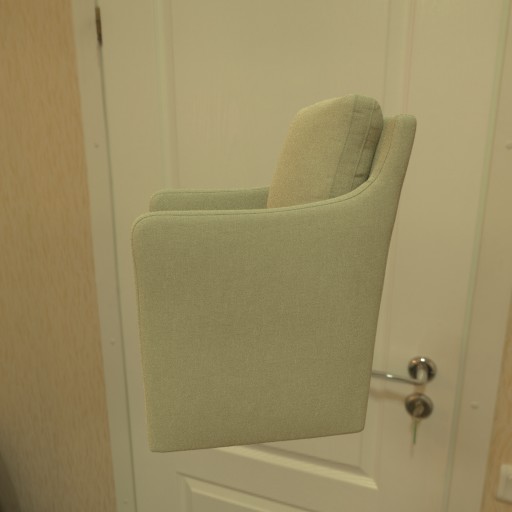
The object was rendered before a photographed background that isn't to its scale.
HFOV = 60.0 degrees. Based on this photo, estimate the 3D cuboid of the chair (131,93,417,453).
[{"bbox_3d":[0.000,0.000,1.371,0.694,0.914,0.626,-2,14,-8],"label":"chair"}]
